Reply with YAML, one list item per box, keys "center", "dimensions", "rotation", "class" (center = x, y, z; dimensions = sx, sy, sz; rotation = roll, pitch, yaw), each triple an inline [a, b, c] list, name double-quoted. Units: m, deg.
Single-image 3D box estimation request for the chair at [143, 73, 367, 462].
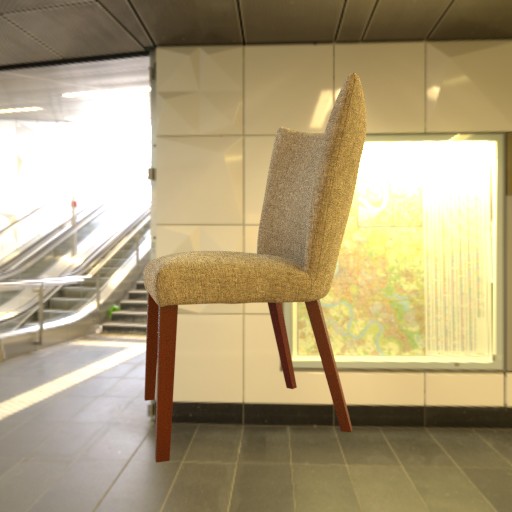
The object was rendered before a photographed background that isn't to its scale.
- center: [0.000, 0.000, 1.305]
  dimensions: [0.623, 0.924, 0.535]
  rotation: [0, 0, -17]
  class: "chair"
